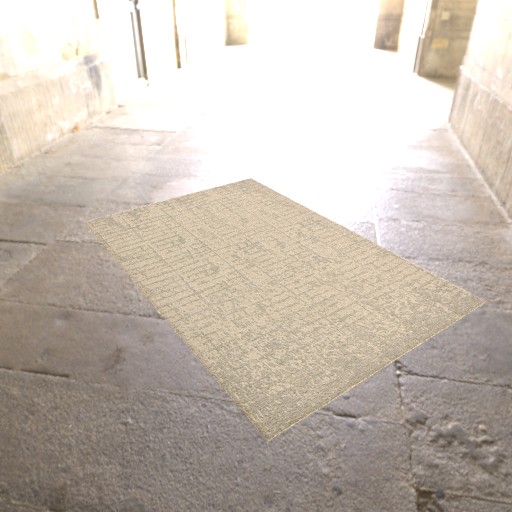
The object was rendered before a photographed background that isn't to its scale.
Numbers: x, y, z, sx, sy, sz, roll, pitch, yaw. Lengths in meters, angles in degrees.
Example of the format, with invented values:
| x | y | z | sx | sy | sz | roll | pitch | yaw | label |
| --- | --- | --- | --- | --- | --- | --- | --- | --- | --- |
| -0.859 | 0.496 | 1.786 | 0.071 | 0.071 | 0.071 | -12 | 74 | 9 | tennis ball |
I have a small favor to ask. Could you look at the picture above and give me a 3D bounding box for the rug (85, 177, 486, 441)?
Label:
| x | y | z | sx | sy | sz | roll | pitch | yaw | label |
| --- | --- | --- | --- | --- | --- | --- | --- | --- | --- |
| 0.000 | 0.000 | 2.301 | 1.211 | 0.007 | 1.827 | -20 | 37 | -30 | rug |
